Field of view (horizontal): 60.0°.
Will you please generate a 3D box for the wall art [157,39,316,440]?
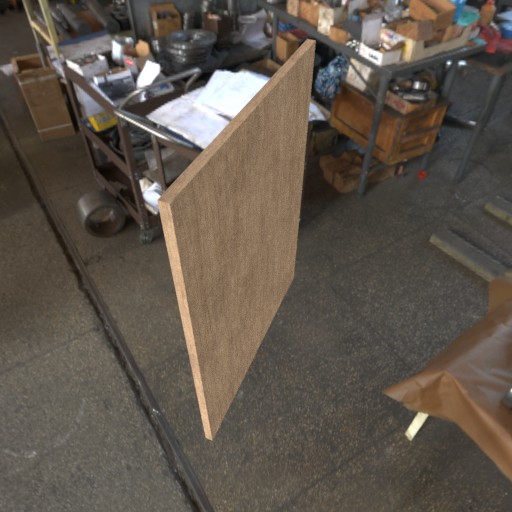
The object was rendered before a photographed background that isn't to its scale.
[{"bbox_3d":[0.000,0.000,0.926,0.018,0.686,0.534,17,48,16],"label":"wall art"}]
